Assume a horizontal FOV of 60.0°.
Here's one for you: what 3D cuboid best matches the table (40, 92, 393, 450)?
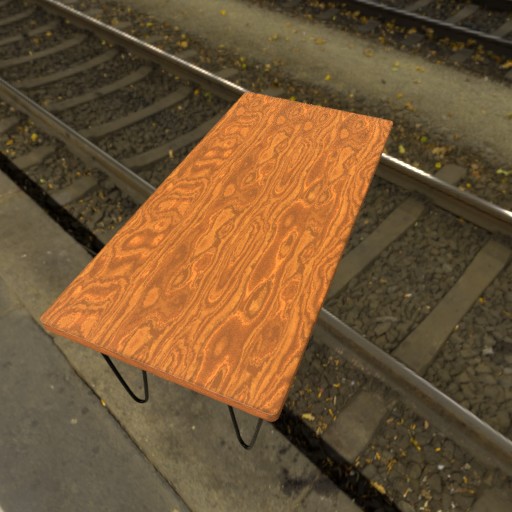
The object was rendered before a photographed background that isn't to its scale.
[{"bbox_3d":[0.000,0.000,2.246,0.883,0.753,1.791,17,49,15],"label":"table"}]
